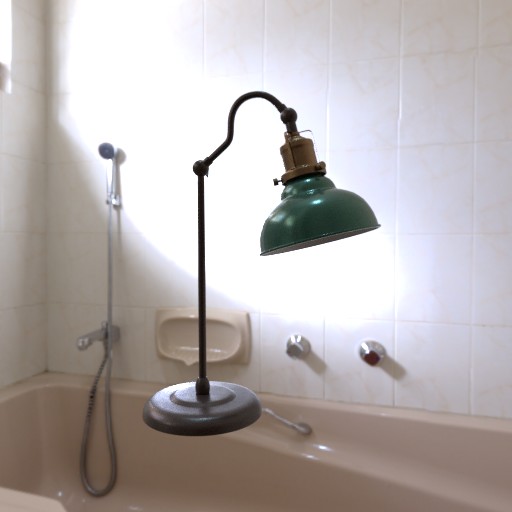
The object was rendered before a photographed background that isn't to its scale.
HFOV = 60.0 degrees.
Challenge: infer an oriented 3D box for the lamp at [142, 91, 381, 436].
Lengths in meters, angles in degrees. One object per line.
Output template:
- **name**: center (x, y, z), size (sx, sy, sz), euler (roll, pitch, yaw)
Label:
- **lamp**: center (0.000, 0.000, 0.689), size (0.374, 0.508, 0.192), euler (0, 1, 19)
